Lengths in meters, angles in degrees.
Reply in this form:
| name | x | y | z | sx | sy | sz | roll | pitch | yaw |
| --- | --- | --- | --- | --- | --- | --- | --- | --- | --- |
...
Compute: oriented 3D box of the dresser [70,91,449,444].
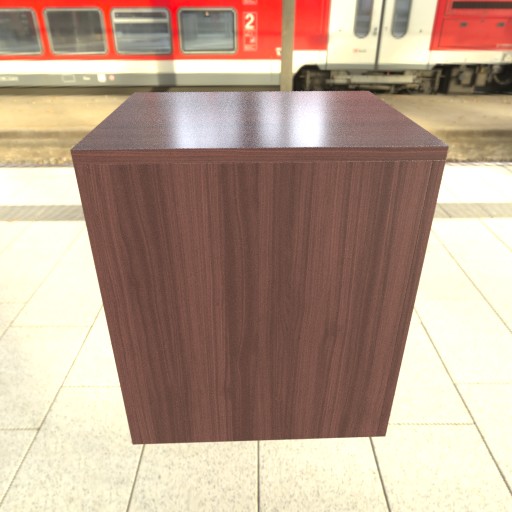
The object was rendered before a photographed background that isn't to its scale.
| name | x | y | z | sx | sy | sz | roll | pitch | yaw |
| --- | --- | --- | --- | --- | --- | --- | --- | --- | --- |
| dresser | 0.000 | 0.000 | 0.740 | 0.400 | 0.470 | 0.360 | -1 | 30 | -2 |
